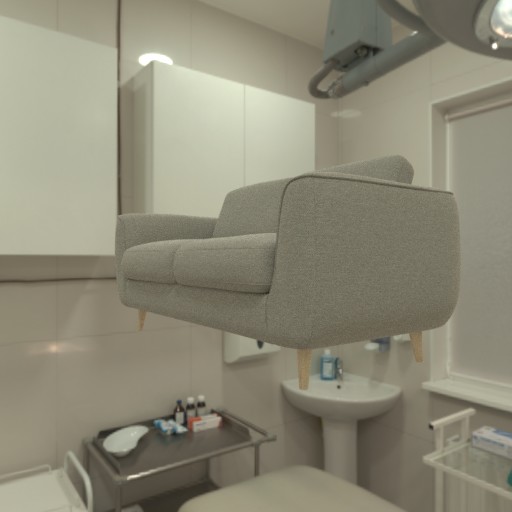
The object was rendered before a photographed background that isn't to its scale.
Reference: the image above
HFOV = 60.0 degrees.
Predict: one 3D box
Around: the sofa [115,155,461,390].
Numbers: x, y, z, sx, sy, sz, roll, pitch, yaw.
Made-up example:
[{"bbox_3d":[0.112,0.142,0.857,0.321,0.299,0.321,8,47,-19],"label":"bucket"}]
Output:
[{"bbox_3d":[0.000,0.000,2.155,0.920,0.850,1.700,0,0,-36],"label":"sofa"}]
